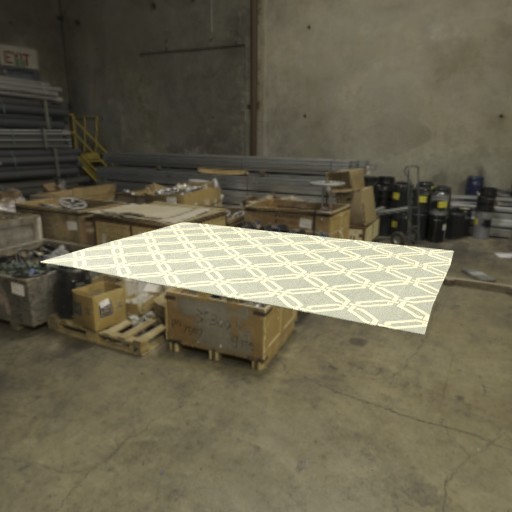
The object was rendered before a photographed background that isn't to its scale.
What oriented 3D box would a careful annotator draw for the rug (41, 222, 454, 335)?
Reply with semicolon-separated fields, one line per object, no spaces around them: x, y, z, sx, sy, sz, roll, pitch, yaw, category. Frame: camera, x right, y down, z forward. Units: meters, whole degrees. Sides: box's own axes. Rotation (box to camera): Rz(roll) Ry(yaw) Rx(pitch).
0.000;0.000;2.221;1.754;0.010;1.148;8;17;26;rug
